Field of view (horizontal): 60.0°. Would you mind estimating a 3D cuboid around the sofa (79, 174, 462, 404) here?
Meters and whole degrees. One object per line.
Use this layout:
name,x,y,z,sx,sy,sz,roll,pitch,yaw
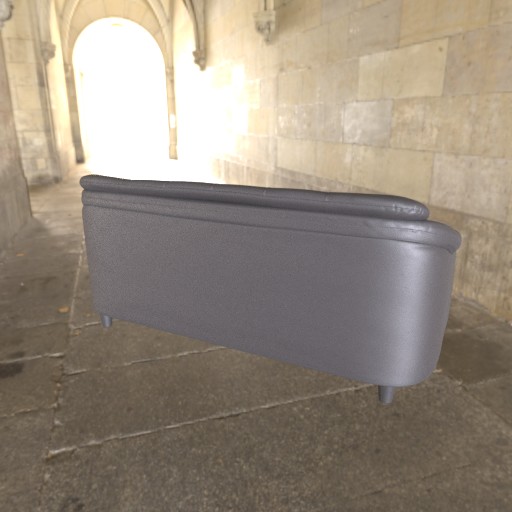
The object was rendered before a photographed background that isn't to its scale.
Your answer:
sofa,0.000,0.000,2.209,1.829,0.811,0.800,8,19,26
